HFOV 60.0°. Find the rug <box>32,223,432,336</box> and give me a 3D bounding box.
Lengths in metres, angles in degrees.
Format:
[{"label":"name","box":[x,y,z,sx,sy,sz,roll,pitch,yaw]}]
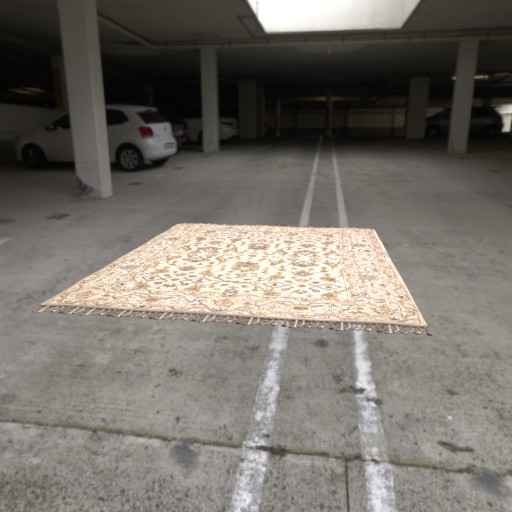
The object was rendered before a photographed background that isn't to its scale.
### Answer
[{"label":"rug","box":[0.000,0.000,4.062,2.426,0.034,3.061,2,15,8]}]
